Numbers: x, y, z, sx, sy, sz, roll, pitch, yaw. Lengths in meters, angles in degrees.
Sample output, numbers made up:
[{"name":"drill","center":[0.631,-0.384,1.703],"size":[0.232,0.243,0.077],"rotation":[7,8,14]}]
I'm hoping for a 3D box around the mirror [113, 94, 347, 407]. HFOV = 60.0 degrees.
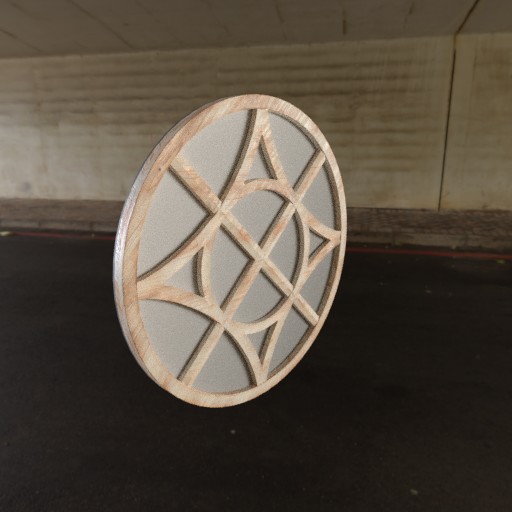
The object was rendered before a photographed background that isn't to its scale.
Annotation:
[{"name":"mirror","center":[0.000,0.000,1.038],"size":[0.038,0.710,0.710],"rotation":[13,20,42]}]
